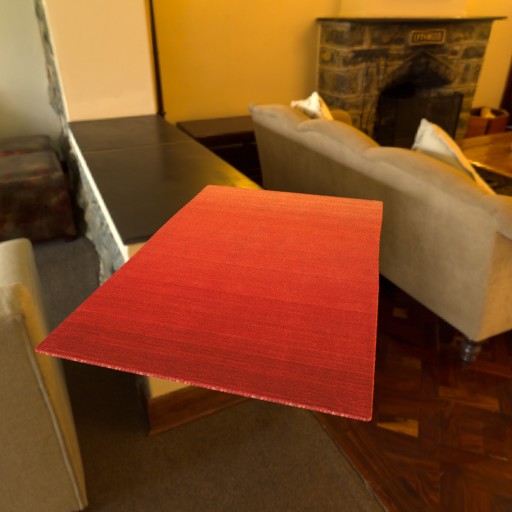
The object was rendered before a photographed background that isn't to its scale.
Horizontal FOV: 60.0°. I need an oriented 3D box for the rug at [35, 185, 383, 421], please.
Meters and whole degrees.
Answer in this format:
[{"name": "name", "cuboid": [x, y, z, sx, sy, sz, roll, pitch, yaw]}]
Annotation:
[{"name": "rug", "cuboid": [0.000, 0.000, 2.272, 1.230, 0.018, 1.835, 7, 30, 13]}]
